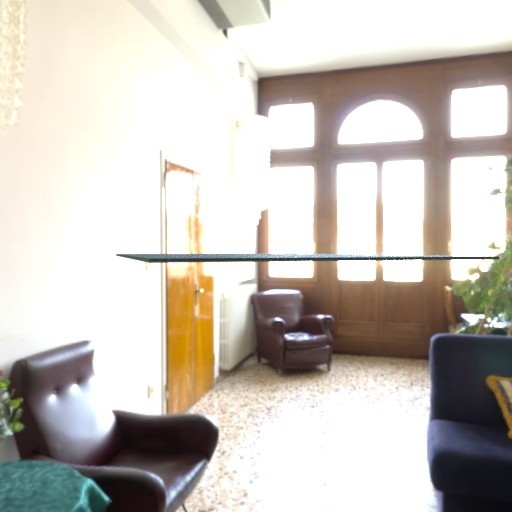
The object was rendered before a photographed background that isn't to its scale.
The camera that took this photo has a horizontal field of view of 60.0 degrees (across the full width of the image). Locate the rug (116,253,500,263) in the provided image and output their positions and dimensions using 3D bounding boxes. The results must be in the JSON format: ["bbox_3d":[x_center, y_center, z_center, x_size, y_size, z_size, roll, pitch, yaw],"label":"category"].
[{"bbox_3d":[0.000,0.000,2.726,1.543,0.015,2.144,0,1,-20],"label":"rug"}]
